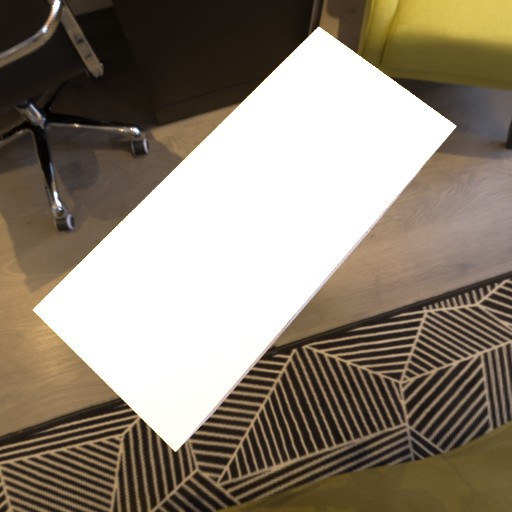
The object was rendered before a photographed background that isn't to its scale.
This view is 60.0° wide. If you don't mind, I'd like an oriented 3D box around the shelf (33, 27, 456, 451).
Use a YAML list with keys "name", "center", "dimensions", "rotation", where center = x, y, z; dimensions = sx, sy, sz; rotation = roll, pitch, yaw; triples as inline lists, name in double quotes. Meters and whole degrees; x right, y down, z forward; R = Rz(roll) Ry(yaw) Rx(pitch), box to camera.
- name: "shelf"
  center: [0.000, 0.000, 1.287]
  dimensions: [0.396, 0.732, 0.895]
  rotation: [41, 79, 9]
